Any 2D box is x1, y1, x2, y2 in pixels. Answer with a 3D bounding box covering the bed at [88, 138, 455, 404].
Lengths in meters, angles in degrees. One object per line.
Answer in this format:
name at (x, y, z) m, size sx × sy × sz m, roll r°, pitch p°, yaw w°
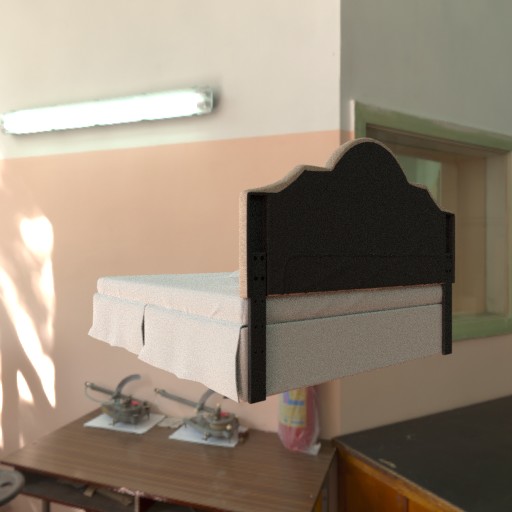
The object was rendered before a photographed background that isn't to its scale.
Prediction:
bed at (0.000, 0.000, 3.013) m, size 1.667 × 1.194 × 1.970 m, roll 0°, pitch 0°, yaw -37°
